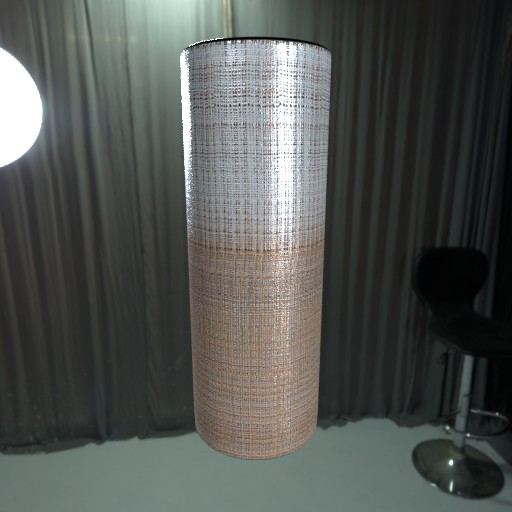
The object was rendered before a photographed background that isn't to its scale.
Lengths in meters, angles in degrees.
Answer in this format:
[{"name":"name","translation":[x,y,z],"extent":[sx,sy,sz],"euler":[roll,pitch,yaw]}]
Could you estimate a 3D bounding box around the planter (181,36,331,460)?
[{"name":"planter","translation":[0.000,0.000,0.328],"extent":[0.099,0.278,0.099],"euler":[-3,14,-10]}]
